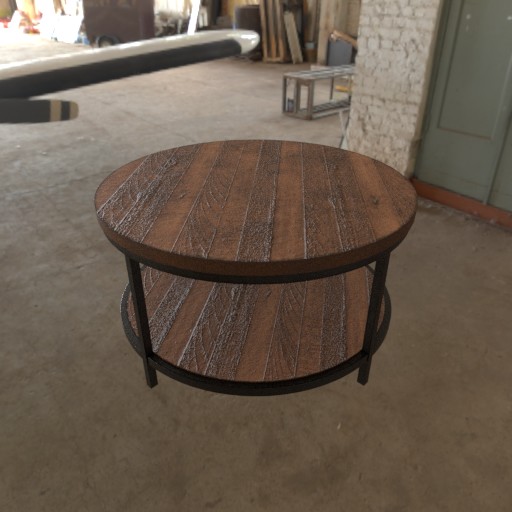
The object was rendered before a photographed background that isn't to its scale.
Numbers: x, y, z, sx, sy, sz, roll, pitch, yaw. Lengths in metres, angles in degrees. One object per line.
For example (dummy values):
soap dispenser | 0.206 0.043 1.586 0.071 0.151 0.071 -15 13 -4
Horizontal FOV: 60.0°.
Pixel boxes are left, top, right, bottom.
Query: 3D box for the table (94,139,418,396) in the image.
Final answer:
table | 0.000 0.000 1.317 0.837 0.462 0.837 0 30 0
